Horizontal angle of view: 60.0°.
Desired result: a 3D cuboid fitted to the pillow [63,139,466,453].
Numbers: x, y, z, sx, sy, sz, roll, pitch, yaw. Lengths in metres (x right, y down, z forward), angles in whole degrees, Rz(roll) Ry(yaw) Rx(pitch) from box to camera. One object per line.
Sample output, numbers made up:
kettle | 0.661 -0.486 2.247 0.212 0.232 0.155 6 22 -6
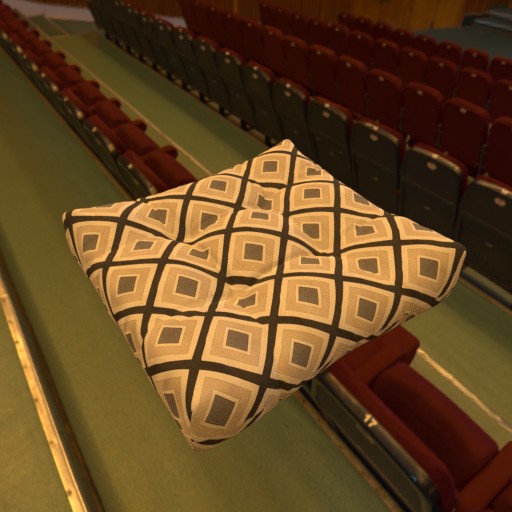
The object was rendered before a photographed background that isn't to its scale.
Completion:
pillow | 0.000 0.000 0.732 0.490 0.128 0.468 -25 47 -26
